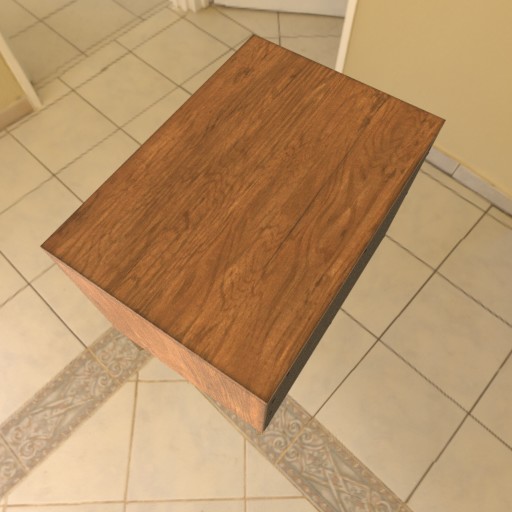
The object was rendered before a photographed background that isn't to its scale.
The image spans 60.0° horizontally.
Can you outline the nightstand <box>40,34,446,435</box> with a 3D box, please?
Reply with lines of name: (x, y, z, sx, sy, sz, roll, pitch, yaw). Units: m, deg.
nightstand: (0.000, 0.000, 1.038, 0.446, 0.610, 0.610, 31, 67, 15)
